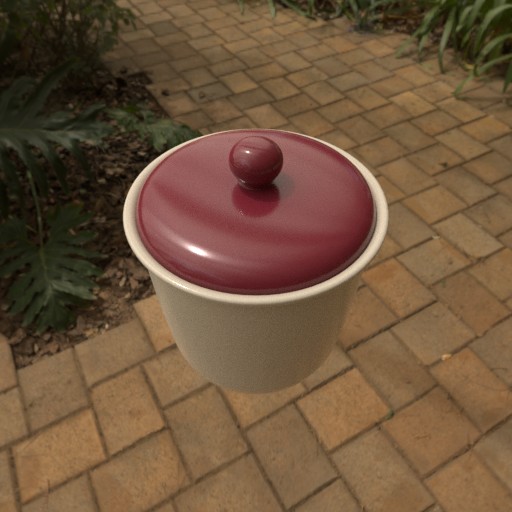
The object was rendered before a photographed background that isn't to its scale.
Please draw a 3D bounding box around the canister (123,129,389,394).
[{"bbox_3d":[0.000,0.000,0.352,0.182,0.208,0.182,0,47,0],"label":"canister"}]
